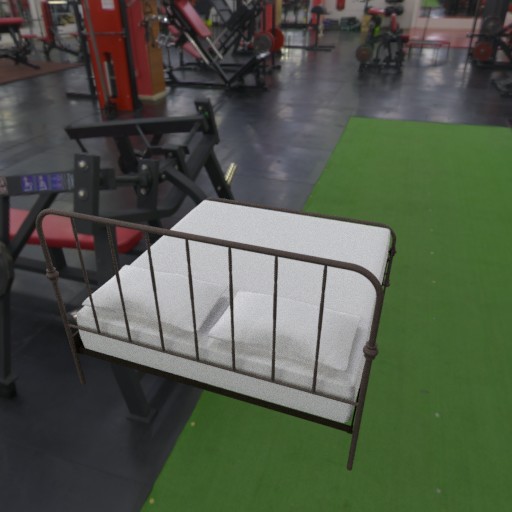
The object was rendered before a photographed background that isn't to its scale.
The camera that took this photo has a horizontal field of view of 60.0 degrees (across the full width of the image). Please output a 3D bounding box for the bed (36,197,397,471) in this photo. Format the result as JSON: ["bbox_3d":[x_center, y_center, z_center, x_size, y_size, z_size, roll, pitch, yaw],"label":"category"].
[{"bbox_3d":[0.000,0.000,3.444,2.044,1.446,2.134,11,33,17],"label":"bed"}]
